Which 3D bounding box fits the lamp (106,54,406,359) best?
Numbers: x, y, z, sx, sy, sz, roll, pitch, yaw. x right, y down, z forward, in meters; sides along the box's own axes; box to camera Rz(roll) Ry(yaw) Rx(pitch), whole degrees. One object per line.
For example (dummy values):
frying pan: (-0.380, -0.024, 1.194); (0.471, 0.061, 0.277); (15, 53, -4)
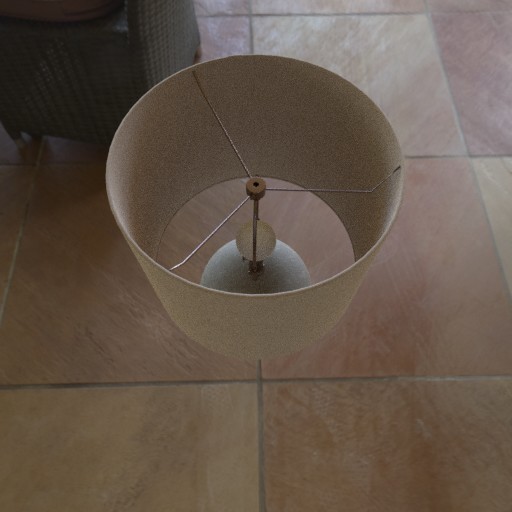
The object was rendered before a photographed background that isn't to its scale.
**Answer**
lamp: (0.000, 0.000, 0.583); (0.269, 0.409, 0.269); (2, 64, 1)
